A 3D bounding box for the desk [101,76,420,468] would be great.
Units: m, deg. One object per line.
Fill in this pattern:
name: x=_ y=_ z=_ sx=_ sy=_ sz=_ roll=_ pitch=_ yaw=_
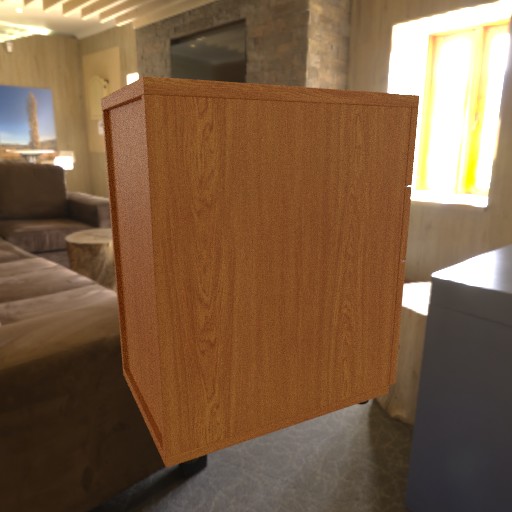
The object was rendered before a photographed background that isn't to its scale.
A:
desk: x=0.000 y=0.000 z=1.077 sx=0.600 sy=0.730 sz=0.404 roll=-7 pitch=16 yaw=-27
